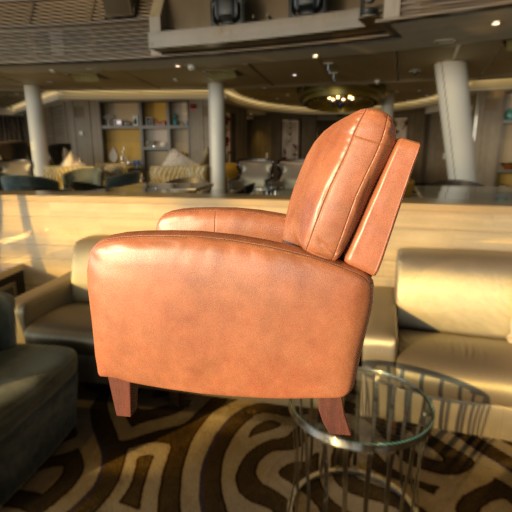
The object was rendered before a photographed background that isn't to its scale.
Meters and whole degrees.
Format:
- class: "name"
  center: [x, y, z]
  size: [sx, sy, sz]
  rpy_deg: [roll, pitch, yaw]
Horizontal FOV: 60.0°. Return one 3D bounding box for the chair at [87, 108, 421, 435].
- class: "chair"
  center: [0.000, 0.000, 1.644]
  size: [0.990, 0.990, 0.762]
  rpy_deg: [2, 13, 8]
